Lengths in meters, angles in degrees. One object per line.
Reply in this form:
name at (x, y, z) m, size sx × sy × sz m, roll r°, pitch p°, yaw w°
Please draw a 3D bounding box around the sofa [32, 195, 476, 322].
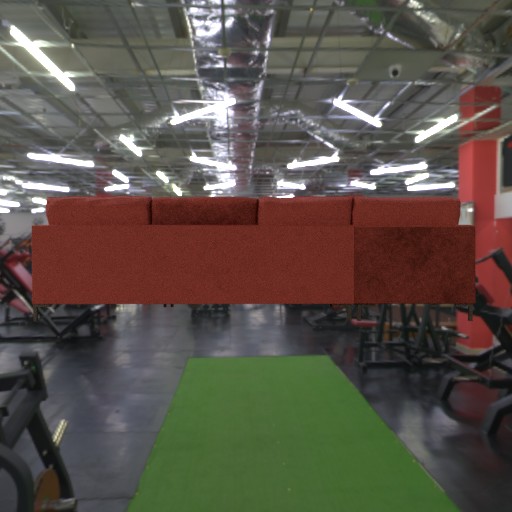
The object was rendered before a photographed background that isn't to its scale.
sofa at (0.000, 0.000, 4.086) m, size 3.400 × 0.967 × 1.500 m, roll 0°, pitch 1°, yaw 0°
